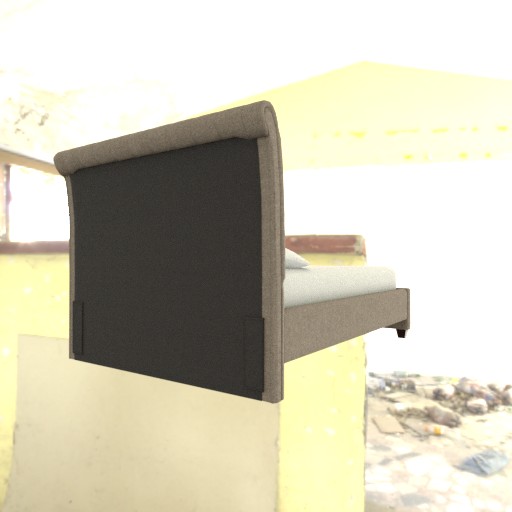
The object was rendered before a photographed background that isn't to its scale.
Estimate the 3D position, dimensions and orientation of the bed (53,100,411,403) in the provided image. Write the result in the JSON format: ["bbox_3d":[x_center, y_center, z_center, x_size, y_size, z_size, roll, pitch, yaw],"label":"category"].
[{"bbox_3d":[0.000,0.000,3.313,1.645,1.371,2.252,0,-1,35],"label":"bed"}]
